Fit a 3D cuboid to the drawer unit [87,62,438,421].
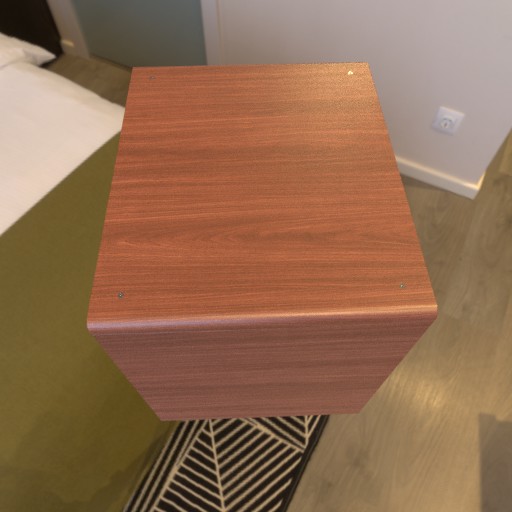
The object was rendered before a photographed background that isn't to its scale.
[{"bbox_3d":[0.000,0.000,0.604,0.290,0.351,0.349,-2,58,-1],"label":"drawer unit"}]
